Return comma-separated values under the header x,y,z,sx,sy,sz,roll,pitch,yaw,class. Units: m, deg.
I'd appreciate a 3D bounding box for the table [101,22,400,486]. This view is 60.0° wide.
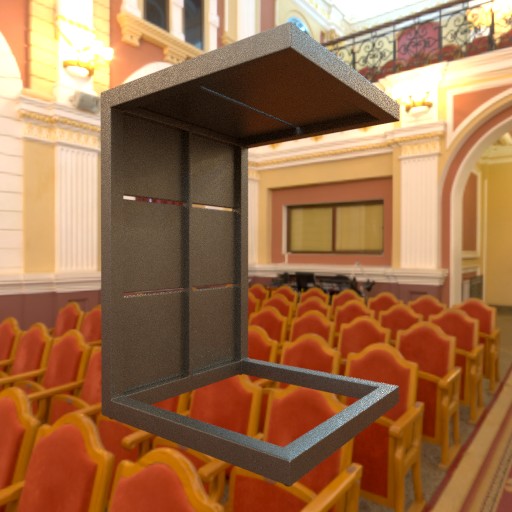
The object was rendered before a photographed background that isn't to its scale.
x,y,z,sx,sy,sz,roll,pitch,yaw,class
0.000,0.000,0.859,0.420,0.609,0.405,0,1,37,table
